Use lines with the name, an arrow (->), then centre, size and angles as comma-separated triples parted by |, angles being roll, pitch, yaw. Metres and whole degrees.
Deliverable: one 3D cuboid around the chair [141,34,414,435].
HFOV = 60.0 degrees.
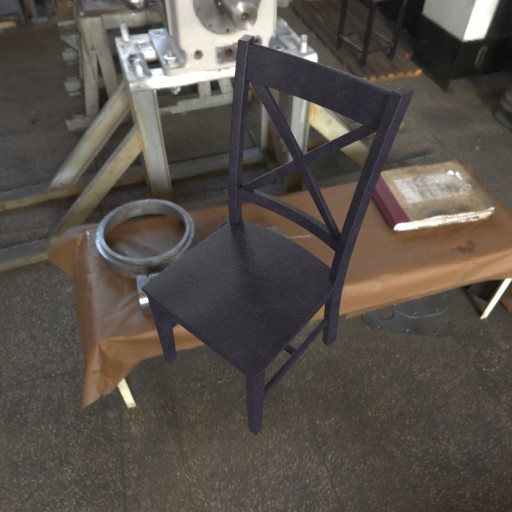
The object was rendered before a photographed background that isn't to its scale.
chair -> 0.000, 0.000, 1.300 | 0.485, 0.983, 0.542 | 31, 55, 25
